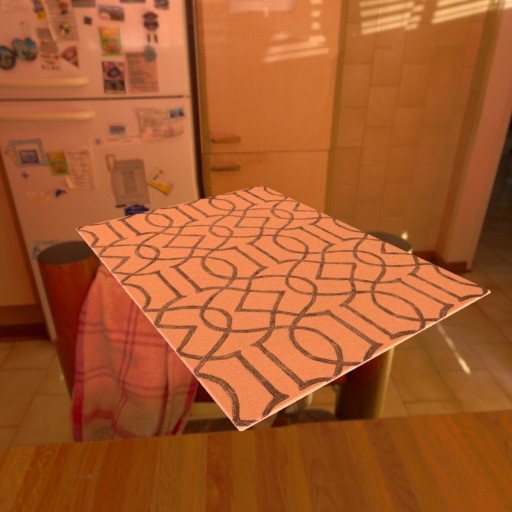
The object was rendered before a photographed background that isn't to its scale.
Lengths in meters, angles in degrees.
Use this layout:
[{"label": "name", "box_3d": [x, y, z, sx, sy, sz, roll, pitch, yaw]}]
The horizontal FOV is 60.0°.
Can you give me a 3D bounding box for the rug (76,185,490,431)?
[{"label": "rug", "box_3d": [0.000, 0.000, 3.770, 2.211, 0.021, 2.910, -18, 33, -30]}]
